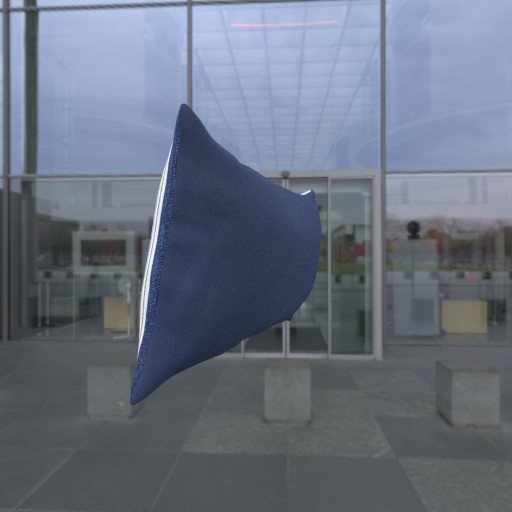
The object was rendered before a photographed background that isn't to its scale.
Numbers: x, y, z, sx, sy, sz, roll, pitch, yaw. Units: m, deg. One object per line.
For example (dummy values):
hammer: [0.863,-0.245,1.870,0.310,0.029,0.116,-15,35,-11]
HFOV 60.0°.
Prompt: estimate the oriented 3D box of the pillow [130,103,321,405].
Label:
pillow: [0.000,0.000,0.706,0.156,0.292,0.608,0,0,19]
